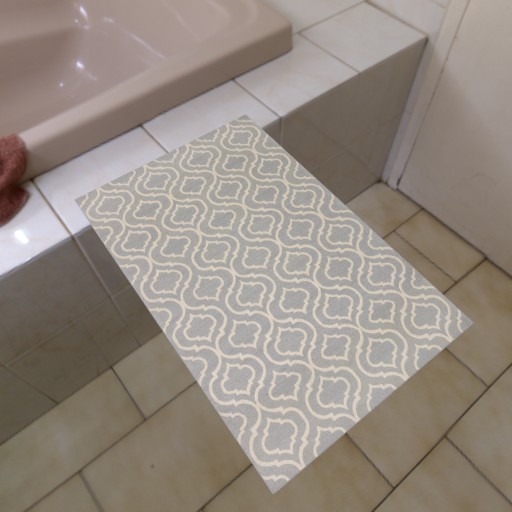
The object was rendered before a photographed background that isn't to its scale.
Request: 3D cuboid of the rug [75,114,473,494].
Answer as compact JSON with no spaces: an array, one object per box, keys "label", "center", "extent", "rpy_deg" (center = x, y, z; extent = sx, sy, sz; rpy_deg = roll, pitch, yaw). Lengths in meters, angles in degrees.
[{"label":"rug","center":[0.000,0.000,2.191],"extent":[1.141,0.015,1.749],"rpy_deg":[-32,63,-19]}]
